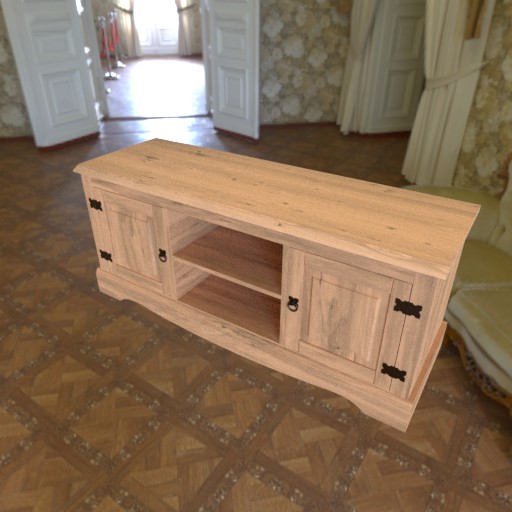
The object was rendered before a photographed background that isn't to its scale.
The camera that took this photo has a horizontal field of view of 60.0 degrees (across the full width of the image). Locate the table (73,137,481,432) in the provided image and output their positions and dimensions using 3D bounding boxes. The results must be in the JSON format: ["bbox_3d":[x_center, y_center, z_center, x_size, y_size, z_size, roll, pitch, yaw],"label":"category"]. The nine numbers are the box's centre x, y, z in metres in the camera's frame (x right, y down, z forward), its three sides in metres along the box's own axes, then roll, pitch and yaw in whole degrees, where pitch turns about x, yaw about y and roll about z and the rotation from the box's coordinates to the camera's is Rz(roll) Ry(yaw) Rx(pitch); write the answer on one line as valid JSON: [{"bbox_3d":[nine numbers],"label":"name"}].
[{"bbox_3d":[0.000,0.000,1.472,1.200,0.510,0.400,18,35,28],"label":"table"}]
